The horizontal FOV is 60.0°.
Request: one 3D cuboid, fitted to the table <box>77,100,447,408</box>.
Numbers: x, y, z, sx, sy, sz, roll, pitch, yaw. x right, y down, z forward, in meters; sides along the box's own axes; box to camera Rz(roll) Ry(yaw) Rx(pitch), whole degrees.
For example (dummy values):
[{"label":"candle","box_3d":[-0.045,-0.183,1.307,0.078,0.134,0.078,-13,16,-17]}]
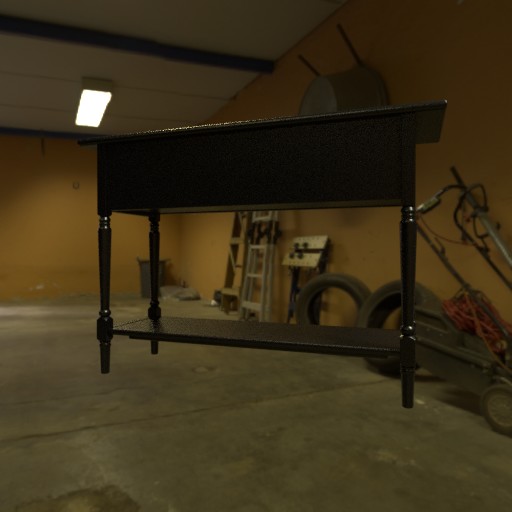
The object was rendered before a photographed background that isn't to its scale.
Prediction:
[{"label":"table","box_3d":[0.000,0.000,1.531,1.191,0.819,0.386,0,0,20]}]
